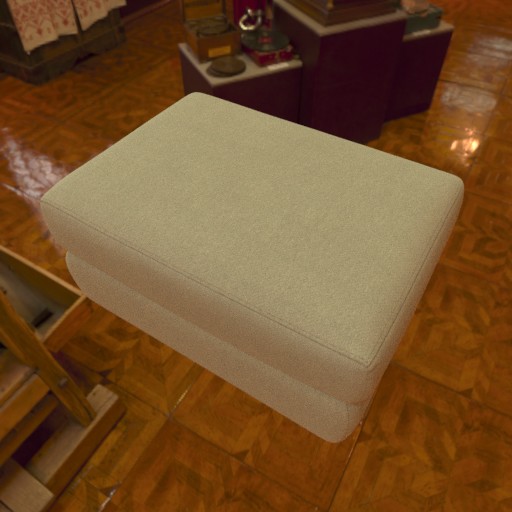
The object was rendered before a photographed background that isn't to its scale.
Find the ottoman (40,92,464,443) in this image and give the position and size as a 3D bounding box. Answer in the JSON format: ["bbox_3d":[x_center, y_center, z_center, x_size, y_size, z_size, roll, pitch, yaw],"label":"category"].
[{"bbox_3d":[0.000,0.000,1.090,0.773,0.499,0.569,25,52,21],"label":"ottoman"}]
